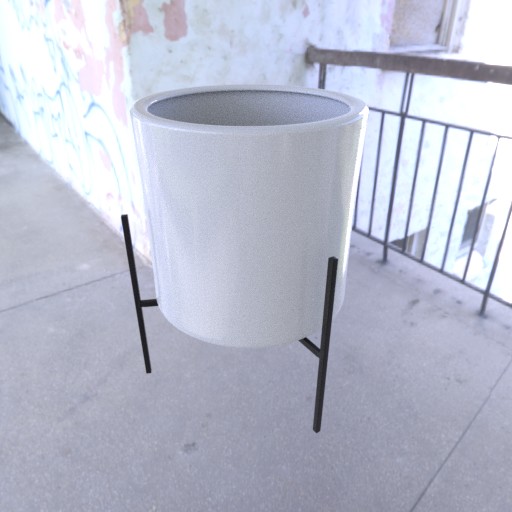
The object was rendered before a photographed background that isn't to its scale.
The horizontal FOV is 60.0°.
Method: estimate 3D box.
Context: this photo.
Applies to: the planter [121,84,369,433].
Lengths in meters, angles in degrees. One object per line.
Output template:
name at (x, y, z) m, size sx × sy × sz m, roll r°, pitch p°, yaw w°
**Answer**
planter at (0.000, 0.000, 0.724) m, size 0.360 × 0.480 × 0.361 m, roll -18°, pitch 34°, yaw -29°
